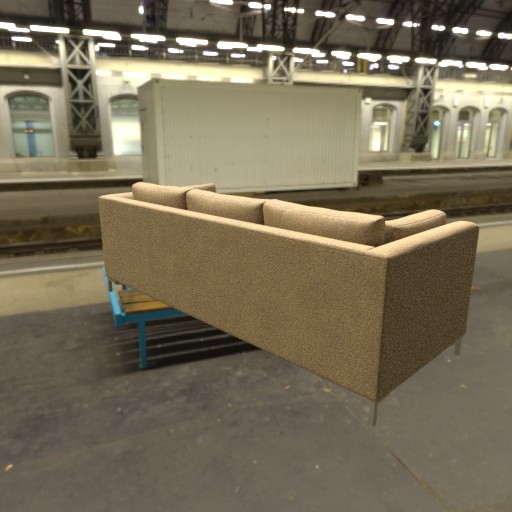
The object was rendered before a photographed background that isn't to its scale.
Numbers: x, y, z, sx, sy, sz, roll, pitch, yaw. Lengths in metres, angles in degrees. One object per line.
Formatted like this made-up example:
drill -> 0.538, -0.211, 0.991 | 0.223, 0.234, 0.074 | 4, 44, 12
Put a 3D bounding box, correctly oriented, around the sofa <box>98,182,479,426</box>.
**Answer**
sofa -> 0.000, 0.000, 2.914 | 0.969, 0.867, 2.415 | -15, 21, -43
